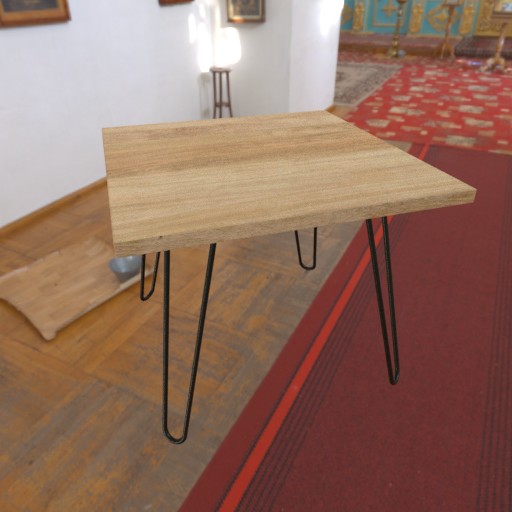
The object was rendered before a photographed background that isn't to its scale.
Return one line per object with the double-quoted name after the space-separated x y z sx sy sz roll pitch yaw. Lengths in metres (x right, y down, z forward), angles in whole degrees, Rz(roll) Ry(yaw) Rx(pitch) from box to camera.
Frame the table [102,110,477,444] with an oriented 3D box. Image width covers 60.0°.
0.000 0.000 1.048 0.599 0.500 0.599 -10 33 -15 "table"
